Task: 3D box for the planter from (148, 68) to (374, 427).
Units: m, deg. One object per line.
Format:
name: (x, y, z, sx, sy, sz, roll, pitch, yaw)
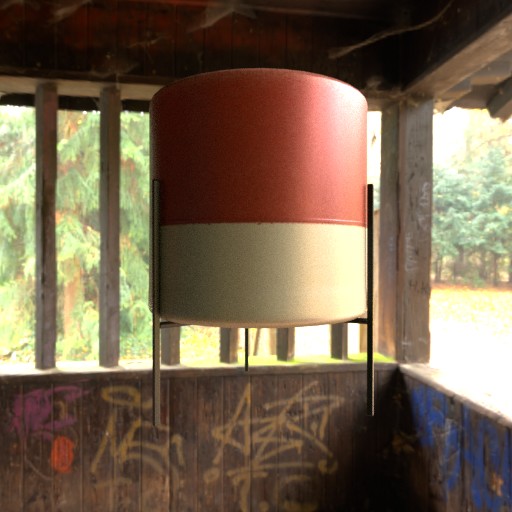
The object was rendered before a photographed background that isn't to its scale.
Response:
planter: (0.000, 0.000, 0.713, 0.354, 0.465, 0.345, 0, 0, -37)
